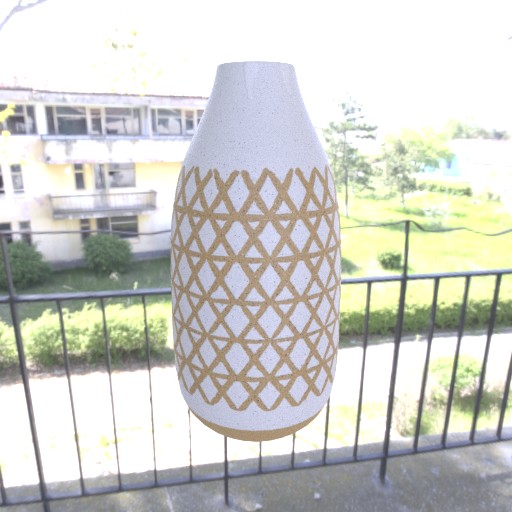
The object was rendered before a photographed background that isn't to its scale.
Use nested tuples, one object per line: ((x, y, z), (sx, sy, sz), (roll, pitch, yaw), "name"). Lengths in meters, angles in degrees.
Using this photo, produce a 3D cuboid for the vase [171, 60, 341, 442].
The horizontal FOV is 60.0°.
((0.000, 0.000, 0.479), (0.186, 0.380, 0.186), (0, 17, 0), "vase")
